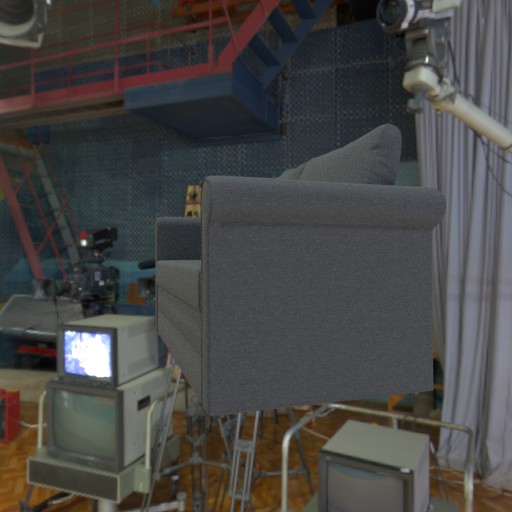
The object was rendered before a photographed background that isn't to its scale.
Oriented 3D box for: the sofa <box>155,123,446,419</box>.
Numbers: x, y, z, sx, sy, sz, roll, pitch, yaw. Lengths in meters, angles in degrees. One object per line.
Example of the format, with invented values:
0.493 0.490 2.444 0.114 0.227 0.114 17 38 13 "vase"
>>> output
0.000 0.000 1.923 0.741 0.872 1.460 0 0 -18 "sofa"
